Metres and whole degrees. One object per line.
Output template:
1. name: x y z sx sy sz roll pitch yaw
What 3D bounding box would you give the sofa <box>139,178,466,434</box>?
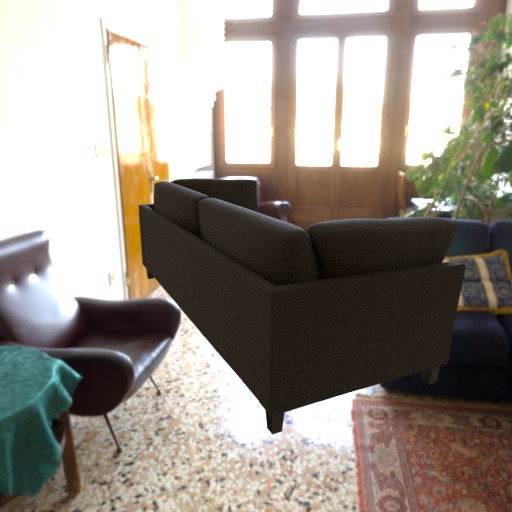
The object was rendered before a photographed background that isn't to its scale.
1. sofa: 0.000 0.000 2.754 0.969 0.792 2.312 -7 17 -25
